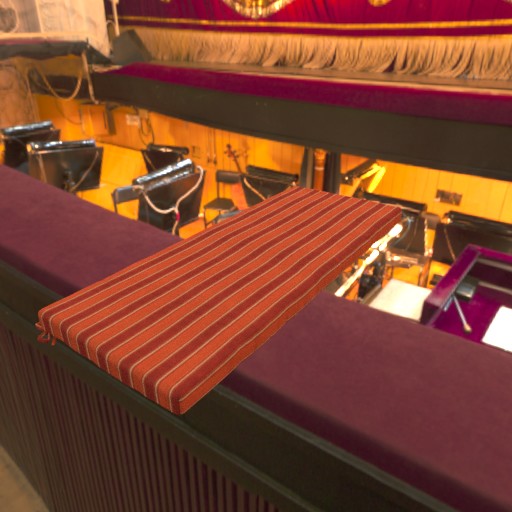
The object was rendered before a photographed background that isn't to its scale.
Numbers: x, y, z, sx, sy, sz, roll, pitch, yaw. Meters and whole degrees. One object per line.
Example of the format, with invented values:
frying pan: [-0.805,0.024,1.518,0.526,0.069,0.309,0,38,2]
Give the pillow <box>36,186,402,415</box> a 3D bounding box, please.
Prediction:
pillow: [0.000,0.000,1.324,0.492,0.081,1.187,18,32,31]
